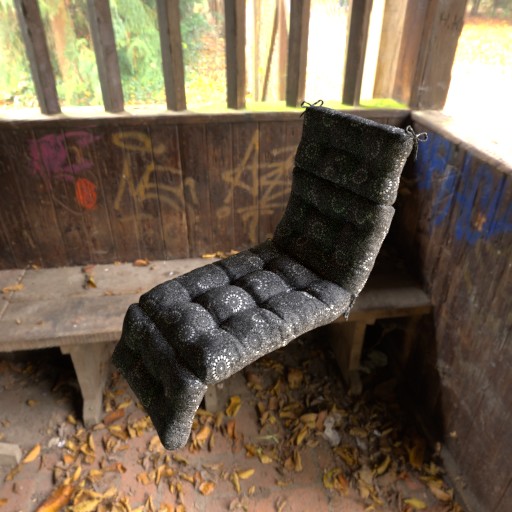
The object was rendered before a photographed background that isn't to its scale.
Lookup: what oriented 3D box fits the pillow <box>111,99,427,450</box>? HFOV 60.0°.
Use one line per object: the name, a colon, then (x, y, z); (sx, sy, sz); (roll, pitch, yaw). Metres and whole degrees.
pillow: (0.000, 0.000, 1.546); (1.016, 0.863, 0.526); (-21, 38, -30)
